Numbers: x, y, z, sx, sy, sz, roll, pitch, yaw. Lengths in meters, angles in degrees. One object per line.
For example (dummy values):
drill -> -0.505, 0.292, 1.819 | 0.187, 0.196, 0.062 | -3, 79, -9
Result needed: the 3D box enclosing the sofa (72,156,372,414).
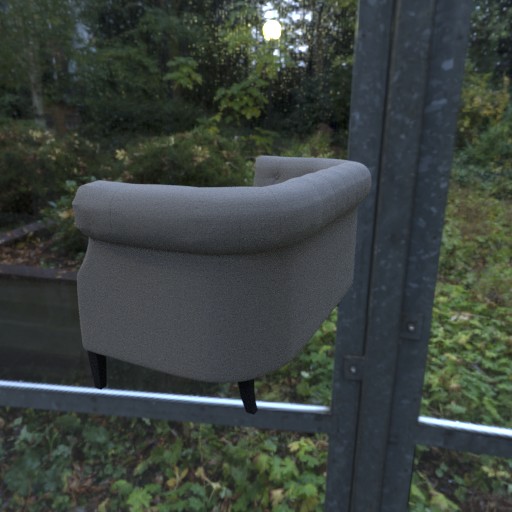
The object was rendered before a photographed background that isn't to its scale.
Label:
sofa -> 0.000, 0.000, 2.080 | 0.835, 0.827, 1.558 | 8, 18, 25
